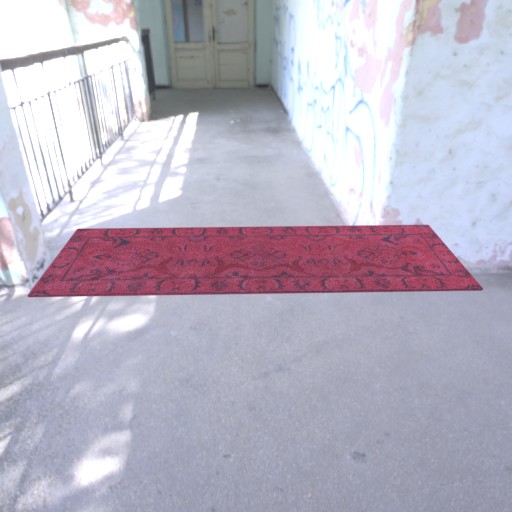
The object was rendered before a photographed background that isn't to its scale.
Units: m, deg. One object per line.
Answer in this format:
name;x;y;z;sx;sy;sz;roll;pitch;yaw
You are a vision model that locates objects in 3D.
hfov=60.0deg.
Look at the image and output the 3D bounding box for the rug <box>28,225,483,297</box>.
rug;0.000;0.000;2.722;2.439;0.018;0.813;-1;29;-1
